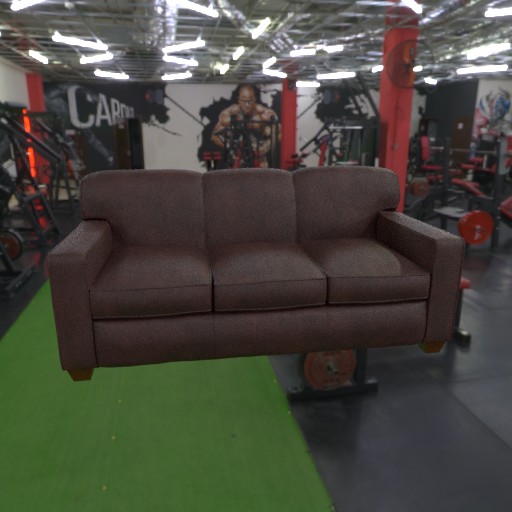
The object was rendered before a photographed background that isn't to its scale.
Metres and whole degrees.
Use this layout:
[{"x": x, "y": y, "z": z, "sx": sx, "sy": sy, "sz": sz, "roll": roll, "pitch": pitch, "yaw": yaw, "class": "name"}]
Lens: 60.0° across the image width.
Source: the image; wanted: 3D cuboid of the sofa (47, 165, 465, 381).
[{"x": 0.000, "y": 0.000, "z": 2.563, "sx": 2.039, "sy": 0.953, "sz": 1.008, "roll": -2, "pitch": 16, "yaw": -8, "class": "sofa"}]
